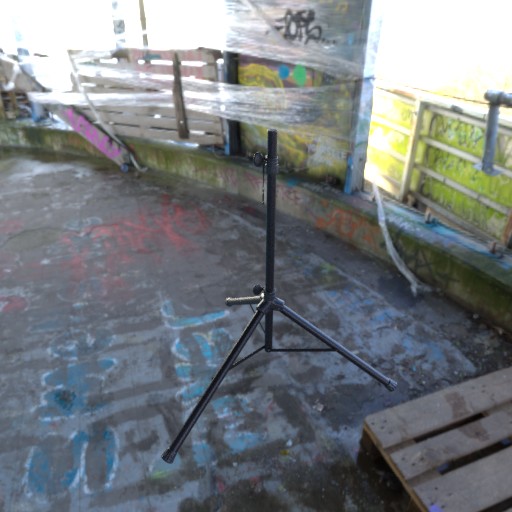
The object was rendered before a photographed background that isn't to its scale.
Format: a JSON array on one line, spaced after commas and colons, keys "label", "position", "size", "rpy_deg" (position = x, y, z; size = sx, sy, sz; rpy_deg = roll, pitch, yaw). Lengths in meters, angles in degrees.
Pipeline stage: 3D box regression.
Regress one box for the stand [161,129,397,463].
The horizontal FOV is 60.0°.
[{"label": "stand", "position": [0.000, 0.000, 1.877], "size": [1.045, 1.136, 0.907], "rpy_deg": [-10, 32, -16]}]
